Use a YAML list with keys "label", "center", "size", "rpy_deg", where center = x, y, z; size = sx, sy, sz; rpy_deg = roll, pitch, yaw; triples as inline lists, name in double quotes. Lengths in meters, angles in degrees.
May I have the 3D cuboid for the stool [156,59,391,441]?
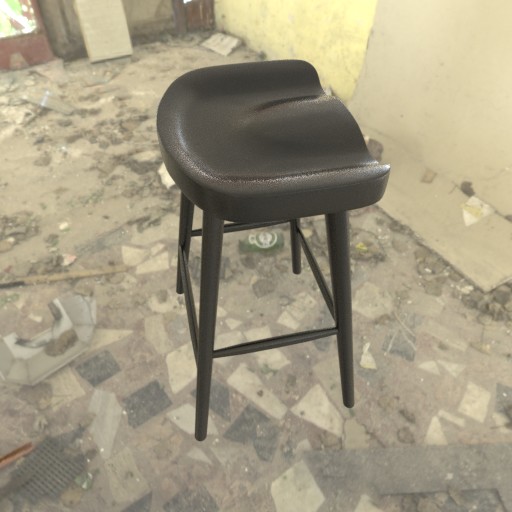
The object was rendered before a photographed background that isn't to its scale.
- label: "stool"
  center: [0.000, 0.000, 0.898]
  size: [0.361, 0.615, 0.440]
  rpy_deg: [-9, 46, -9]
